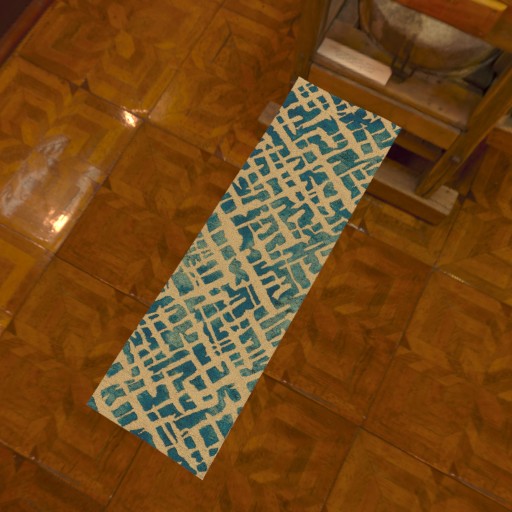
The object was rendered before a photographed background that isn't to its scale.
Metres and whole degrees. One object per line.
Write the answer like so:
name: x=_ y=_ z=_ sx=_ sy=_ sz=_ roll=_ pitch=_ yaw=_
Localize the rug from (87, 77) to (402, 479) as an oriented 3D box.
rug: x=0.000 y=0.000 z=2.692 sx=0.768 sy=0.011 sz=2.446 roll=30 pitch=78 yaw=7
